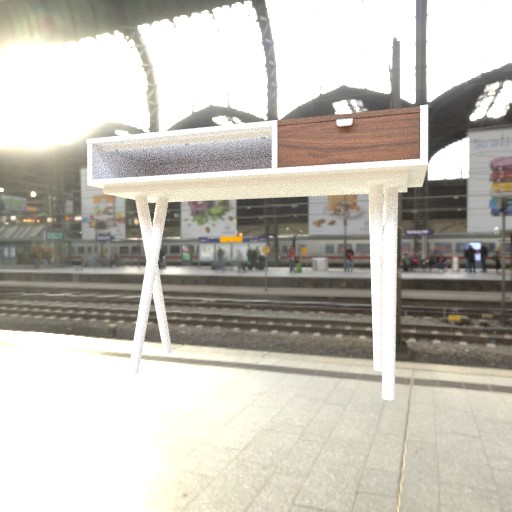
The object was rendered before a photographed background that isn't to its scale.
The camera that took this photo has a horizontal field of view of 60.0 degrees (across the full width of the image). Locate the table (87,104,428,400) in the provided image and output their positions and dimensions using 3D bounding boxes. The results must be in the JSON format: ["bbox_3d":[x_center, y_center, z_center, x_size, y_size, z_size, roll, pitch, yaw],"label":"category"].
[{"bbox_3d":[0.000,0.000,1.497,1.066,0.785,0.418,0,0,19],"label":"table"}]
